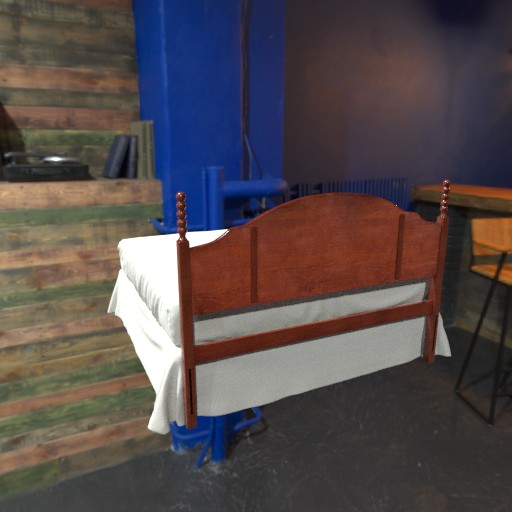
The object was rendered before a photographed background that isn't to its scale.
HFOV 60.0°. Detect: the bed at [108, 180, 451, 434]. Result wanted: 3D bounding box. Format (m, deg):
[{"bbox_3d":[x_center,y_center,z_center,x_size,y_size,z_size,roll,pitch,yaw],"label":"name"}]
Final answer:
[{"bbox_3d":[0.000,0.000,3.732,2.322,1.355,2.219,-7,16,-24],"label":"bed"}]
